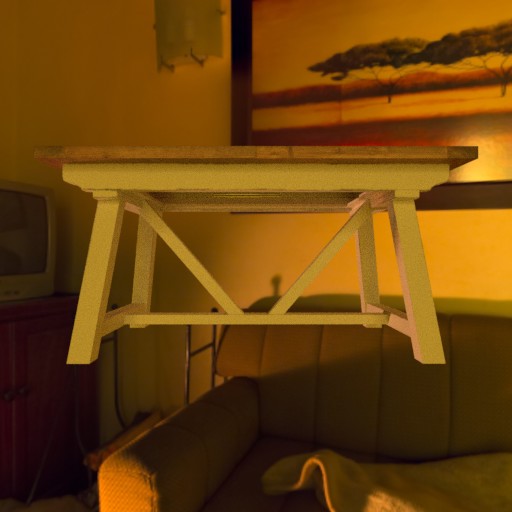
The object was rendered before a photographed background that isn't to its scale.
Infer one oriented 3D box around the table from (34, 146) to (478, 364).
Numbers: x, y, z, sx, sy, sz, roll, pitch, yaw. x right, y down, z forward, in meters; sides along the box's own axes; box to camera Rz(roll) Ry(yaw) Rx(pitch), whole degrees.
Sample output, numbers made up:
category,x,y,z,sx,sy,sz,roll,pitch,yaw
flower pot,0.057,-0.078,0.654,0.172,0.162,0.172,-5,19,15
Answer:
category,x,y,z,sx,sy,sz,roll,pitch,yaw
table,0.000,0.000,1.959,1.503,0.743,0.922,0,0,0
